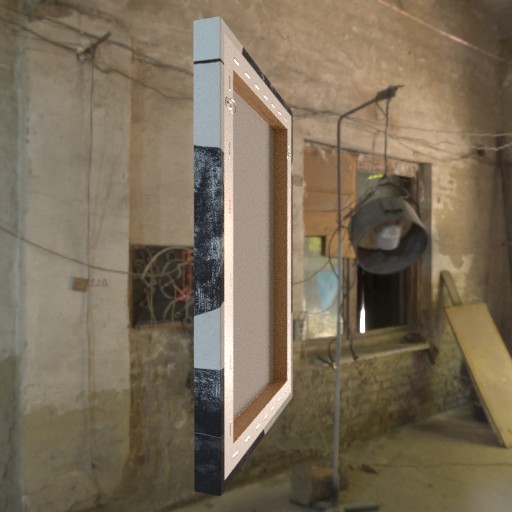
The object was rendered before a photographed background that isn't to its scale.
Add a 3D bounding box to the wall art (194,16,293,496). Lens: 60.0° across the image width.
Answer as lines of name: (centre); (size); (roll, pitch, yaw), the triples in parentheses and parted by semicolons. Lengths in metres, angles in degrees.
wall art: (0.000, 0.000, 0.761); (0.039, 0.610, 0.407); (0, 1, 18)
